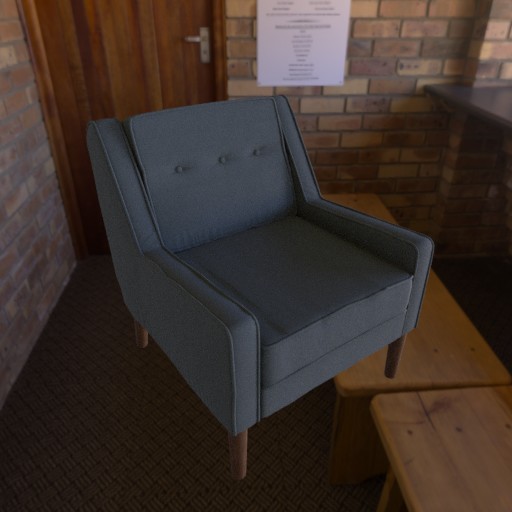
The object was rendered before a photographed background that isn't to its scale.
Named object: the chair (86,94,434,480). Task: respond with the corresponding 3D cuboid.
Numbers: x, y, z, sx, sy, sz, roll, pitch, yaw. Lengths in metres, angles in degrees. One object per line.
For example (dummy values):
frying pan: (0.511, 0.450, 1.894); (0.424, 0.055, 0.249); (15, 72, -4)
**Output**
chair: (0.000, 0.000, 1.289); (0.663, 0.780, 0.733); (-20, 35, -31)
